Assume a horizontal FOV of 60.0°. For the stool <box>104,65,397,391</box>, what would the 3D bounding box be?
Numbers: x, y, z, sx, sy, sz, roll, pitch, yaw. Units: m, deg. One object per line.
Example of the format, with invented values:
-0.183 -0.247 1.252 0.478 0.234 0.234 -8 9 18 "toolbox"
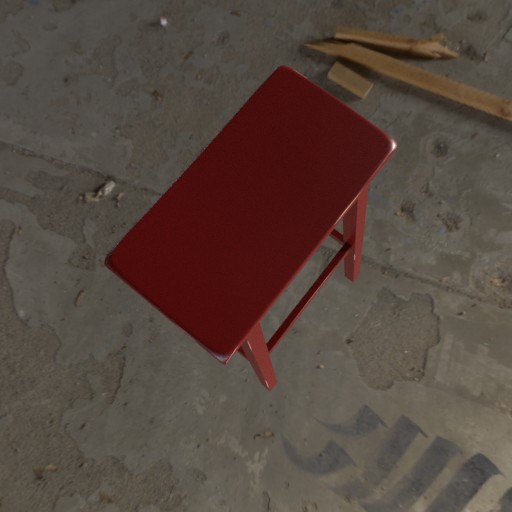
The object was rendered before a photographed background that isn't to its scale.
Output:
0.000 0.000 1.042 0.476 0.737 0.457 38 79 8 "stool"
